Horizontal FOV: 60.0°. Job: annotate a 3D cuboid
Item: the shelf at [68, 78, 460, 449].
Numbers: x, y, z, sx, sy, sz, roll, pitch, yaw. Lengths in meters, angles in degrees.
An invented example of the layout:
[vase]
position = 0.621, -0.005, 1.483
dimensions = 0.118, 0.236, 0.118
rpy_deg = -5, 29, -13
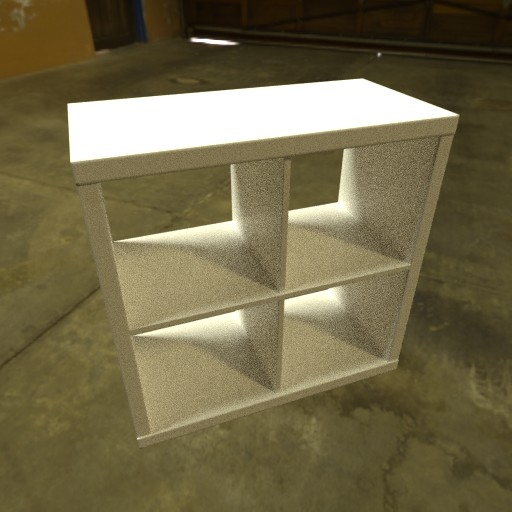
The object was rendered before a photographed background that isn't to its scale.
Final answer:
[shelf]
position = 0.000, 0.000, 1.208
dimensions = 0.790, 0.786, 0.390
rpy_deg = -11, 35, -17
